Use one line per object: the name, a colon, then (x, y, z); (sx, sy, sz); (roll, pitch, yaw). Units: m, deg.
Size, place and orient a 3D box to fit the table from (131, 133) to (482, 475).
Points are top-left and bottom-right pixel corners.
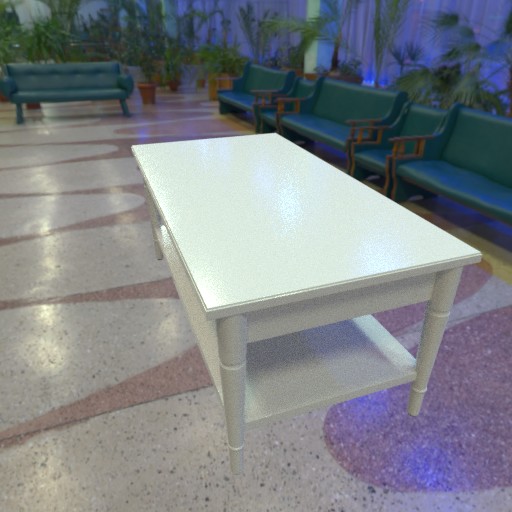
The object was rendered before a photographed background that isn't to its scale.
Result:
table: (0.000, 0.000, 1.334); (0.559, 0.457, 1.067); (-10, 30, -18)
